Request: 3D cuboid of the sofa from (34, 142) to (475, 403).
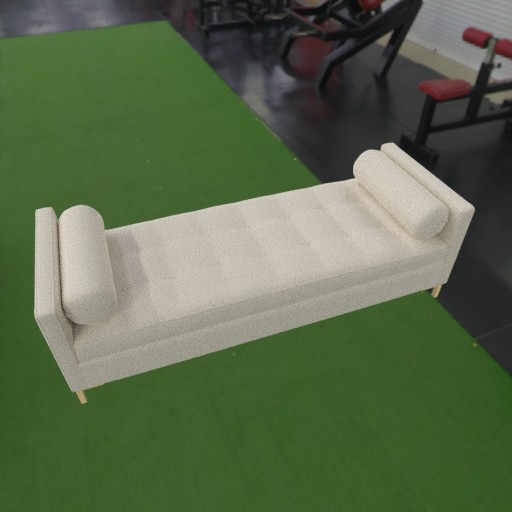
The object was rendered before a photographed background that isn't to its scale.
[{"bbox_3d":[0.000,0.000,2.305,1.985,0.641,0.746,-14,43,-15],"label":"sofa"}]
